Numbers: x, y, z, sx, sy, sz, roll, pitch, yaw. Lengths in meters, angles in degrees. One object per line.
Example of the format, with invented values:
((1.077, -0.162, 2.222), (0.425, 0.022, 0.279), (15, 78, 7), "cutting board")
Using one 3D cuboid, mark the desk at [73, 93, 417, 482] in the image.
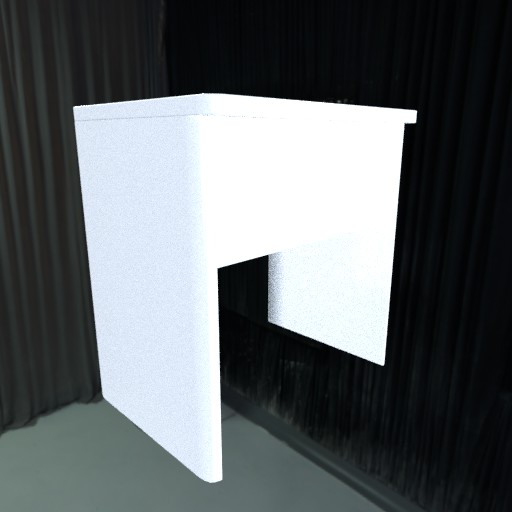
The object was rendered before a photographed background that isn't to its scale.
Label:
((0.000, 0.000, 1.271), (0.549, 0.800, 0.762), (14, 21, 43), "desk")
